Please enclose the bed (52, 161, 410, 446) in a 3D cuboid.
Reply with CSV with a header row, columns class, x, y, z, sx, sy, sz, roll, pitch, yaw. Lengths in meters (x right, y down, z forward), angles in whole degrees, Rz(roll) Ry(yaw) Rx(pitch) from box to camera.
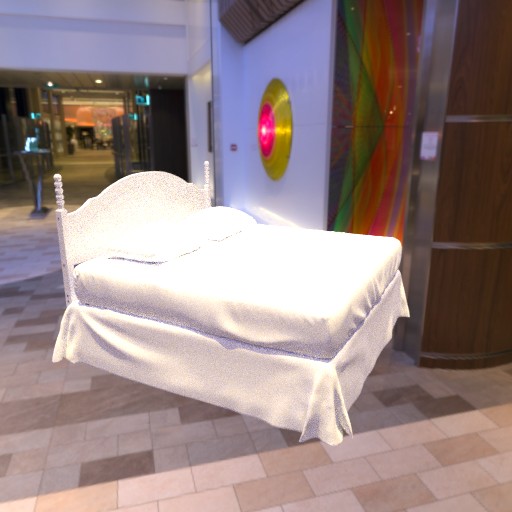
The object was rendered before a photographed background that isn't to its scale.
class,x,y,z,sx,sy,sz,roll,pitch,yaw
bed,0.000,0.000,3.573,2.219,1.355,2.322,8,17,26
